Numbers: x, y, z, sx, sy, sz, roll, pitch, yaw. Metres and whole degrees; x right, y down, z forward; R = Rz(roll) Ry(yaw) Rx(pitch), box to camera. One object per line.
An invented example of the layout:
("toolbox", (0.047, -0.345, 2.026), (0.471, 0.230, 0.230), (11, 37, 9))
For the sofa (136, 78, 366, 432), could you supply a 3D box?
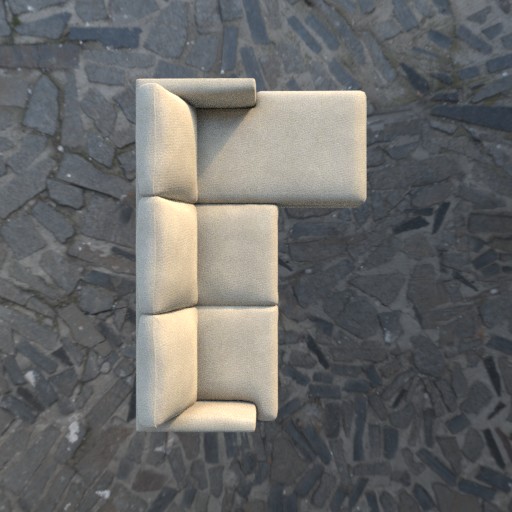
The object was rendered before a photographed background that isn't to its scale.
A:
("sofa", (0.000, 0.000, 2.981), (1.504, 0.956, 2.233), (0, 90, 1))
